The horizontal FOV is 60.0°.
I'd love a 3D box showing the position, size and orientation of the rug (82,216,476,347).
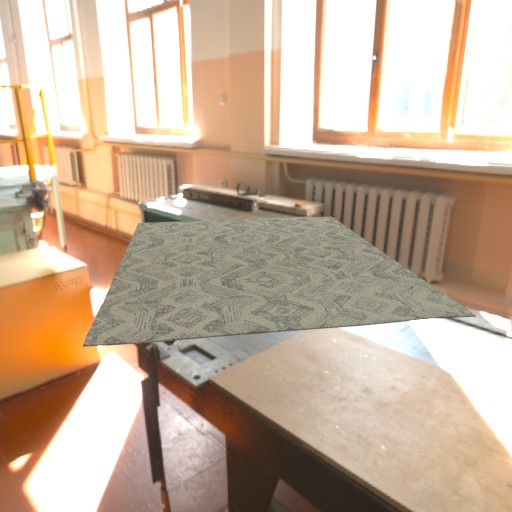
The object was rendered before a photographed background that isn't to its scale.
[{"bbox_3d":[0.000,0.000,4.091,2.430,0.030,3.054,-3,18,-8],"label":"rug"}]
